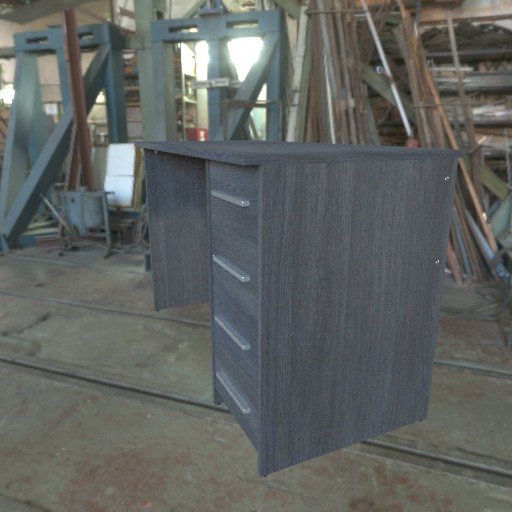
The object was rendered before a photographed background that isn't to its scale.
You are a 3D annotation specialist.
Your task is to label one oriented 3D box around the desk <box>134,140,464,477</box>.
[{"bbox_3d":[0.000,0.000,1.497,0.560,0.730,1.096,-7,17,-24],"label":"desk"}]
